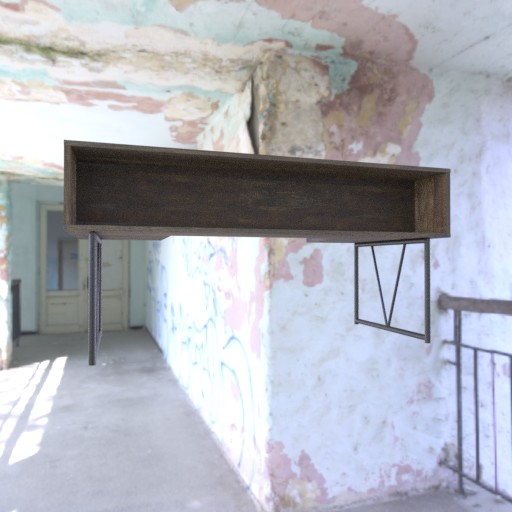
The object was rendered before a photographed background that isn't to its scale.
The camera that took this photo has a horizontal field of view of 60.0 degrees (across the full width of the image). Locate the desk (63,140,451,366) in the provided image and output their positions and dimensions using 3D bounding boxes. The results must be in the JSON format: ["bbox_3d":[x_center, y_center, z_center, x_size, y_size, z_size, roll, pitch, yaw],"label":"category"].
[{"bbox_3d":[0.000,0.000,2.093,1.600,0.780,0.730,0,-1,-17],"label":"desk"}]
